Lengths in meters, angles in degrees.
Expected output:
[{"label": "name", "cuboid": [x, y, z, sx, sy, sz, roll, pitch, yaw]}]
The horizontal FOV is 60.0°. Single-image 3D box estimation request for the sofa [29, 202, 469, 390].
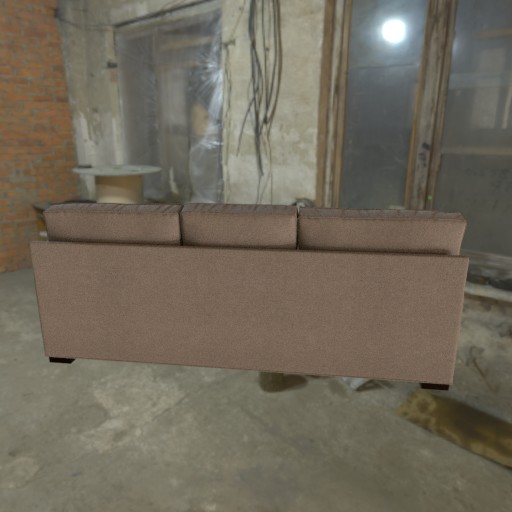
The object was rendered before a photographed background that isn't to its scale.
[{"label": "sofa", "cuboid": [0.000, 0.000, 2.834, 2.087, 0.861, 1.496, 2, 16, 7]}]
